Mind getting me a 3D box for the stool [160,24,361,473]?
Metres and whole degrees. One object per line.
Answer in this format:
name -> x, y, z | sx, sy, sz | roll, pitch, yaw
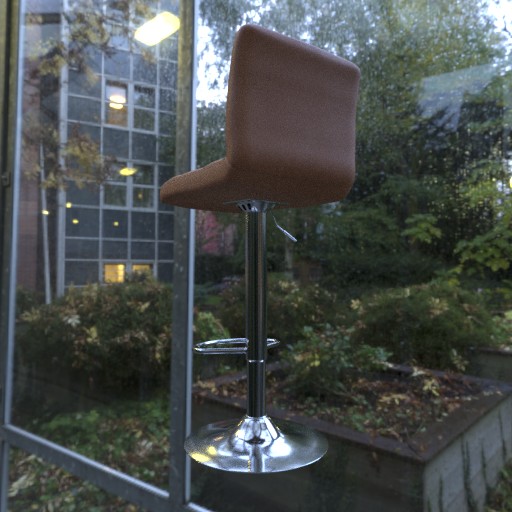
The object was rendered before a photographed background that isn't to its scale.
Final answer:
stool -> 0.000, 0.000, 1.343 | 0.430, 1.115, 0.505 | 2, -3, -35
